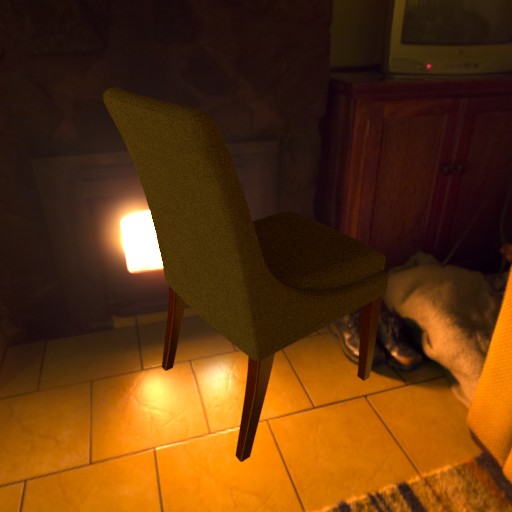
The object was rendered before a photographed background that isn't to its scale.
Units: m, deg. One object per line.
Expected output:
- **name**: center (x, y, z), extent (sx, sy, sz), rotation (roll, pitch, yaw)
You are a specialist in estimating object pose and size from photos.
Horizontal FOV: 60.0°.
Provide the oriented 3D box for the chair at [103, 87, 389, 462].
- **chair**: center (0.000, 0.000, 1.321), extent (0.655, 0.952, 0.508), rotation (-19, 33, -32)
